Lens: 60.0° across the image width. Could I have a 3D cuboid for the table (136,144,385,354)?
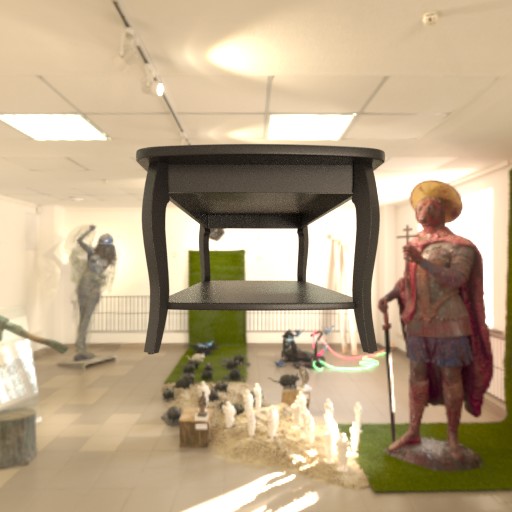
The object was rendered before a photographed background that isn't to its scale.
[{"bbox_3d":[0.000,0.000,1.597,0.571,0.457,1.333,0,-1,-1],"label":"table"}]
